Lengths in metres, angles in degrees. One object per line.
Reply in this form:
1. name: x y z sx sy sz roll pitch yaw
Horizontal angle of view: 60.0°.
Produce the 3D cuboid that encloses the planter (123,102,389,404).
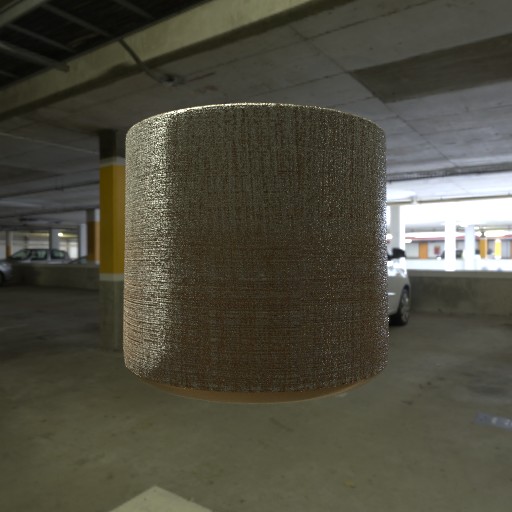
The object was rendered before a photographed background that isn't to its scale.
1. planter: 0.000 0.000 0.309 0.177 0.157 0.177 0 0 0
